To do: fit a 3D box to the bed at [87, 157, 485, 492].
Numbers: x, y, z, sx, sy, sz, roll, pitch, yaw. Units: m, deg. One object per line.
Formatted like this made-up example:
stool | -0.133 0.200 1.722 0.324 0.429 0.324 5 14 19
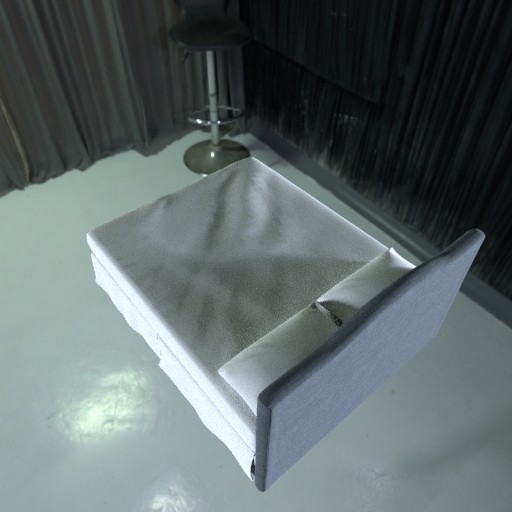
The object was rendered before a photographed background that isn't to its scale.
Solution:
bed | 0.000 0.000 3.856 2.161 1.457 2.689 -31 53 -26
